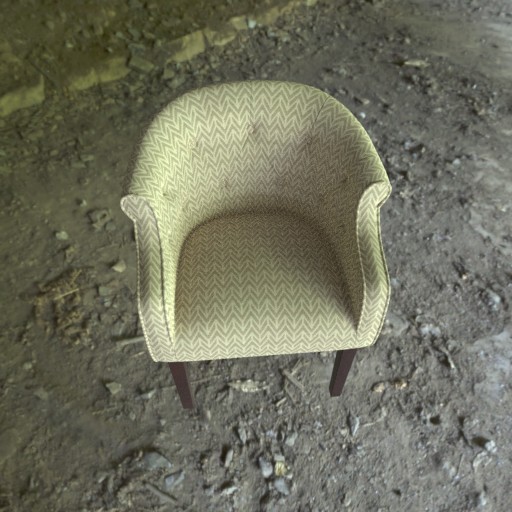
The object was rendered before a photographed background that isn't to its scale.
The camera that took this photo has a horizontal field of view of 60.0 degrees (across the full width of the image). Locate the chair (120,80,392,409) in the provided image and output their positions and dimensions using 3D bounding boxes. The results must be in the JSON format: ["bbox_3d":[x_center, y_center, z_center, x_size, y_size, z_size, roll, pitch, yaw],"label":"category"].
[{"bbox_3d":[0.000,0.000,1.354,0.686,0.858,0.613,-3,45,-3],"label":"chair"}]
